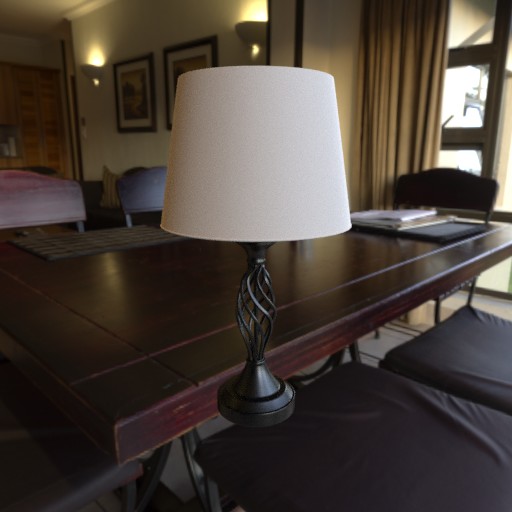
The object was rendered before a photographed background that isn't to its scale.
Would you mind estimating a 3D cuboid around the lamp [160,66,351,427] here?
[{"bbox_3d":[0.000,0.000,0.797,0.331,0.594,0.331,0,13,0],"label":"lamp"}]
